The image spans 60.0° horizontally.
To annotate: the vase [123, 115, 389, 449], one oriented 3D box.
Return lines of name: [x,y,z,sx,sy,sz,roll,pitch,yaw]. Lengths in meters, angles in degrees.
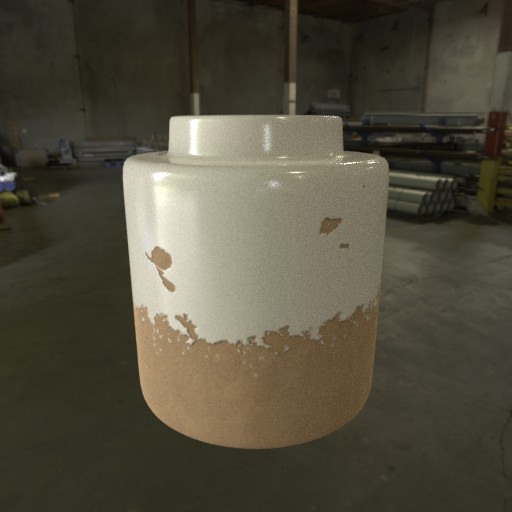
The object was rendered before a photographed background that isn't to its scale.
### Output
vase: [0.000,0.000,0.279,0.153,0.167,0.153,0,17,0]
